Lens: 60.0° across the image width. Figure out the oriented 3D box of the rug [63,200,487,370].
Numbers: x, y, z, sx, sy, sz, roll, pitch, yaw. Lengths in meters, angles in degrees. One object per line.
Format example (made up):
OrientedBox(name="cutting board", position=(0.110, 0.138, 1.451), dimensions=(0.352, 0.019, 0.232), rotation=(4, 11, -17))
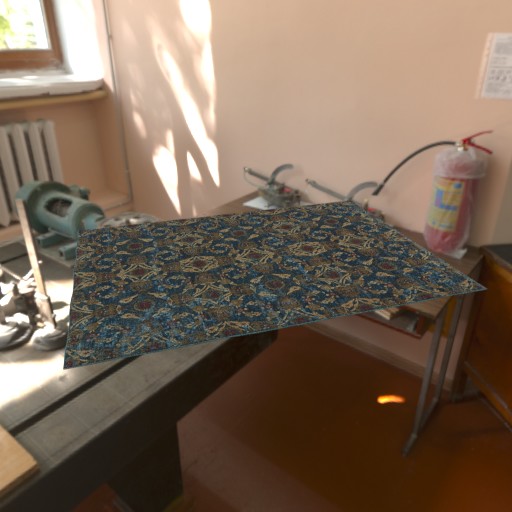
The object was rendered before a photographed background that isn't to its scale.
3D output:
OrientedBox(name="rug", position=(0.000, 0.000, 4.232), dimensions=(3.291, 0.013, 2.337), rotation=(-8, 27, -16))
